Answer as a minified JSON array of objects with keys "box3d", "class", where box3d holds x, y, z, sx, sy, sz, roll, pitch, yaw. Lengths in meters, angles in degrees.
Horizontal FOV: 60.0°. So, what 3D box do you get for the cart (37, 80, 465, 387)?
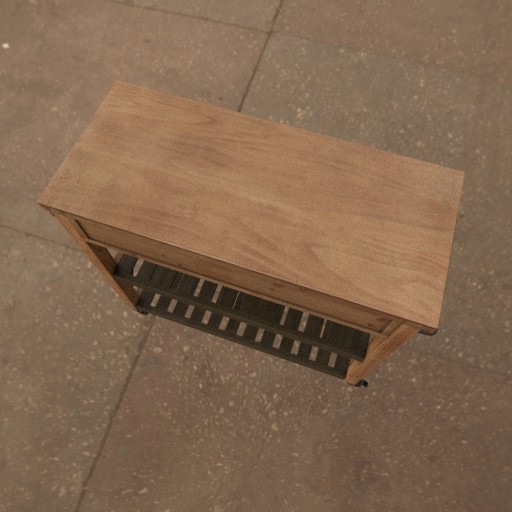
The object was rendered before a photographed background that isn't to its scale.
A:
[{"box3d":[0.000,0.000,0.980,0.686,0.554,0.298,17,66,8],"class":"cart"}]
